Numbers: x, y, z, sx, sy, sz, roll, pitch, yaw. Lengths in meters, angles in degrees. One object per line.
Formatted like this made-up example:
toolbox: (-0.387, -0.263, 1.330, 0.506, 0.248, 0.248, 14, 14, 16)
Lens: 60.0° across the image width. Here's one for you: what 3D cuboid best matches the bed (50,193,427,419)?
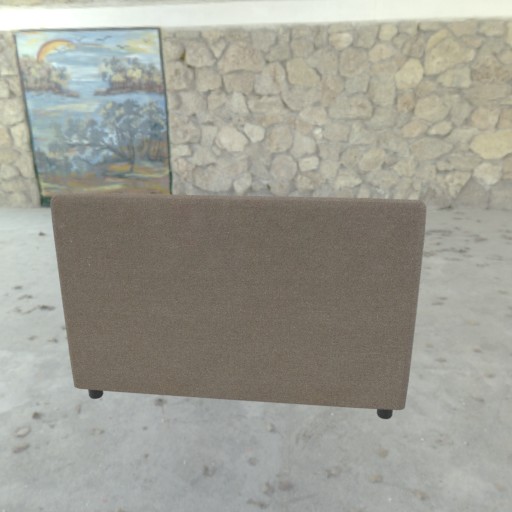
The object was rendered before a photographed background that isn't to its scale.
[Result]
bed: (0.000, 0.000, 3.618, 2.119, 1.317, 2.341, 2, 16, 6)
